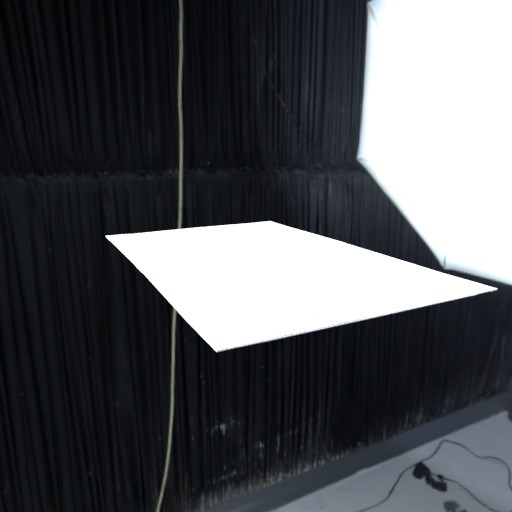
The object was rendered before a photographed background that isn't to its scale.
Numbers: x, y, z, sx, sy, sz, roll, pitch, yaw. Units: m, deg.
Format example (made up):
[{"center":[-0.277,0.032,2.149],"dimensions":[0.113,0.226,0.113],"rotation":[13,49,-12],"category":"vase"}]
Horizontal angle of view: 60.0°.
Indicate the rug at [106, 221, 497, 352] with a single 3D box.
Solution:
[{"center":[0.000,0.000,2.183],"dimensions":[1.149,0.021,1.773],"rotation":[-7,15,-26],"category":"rug"}]
